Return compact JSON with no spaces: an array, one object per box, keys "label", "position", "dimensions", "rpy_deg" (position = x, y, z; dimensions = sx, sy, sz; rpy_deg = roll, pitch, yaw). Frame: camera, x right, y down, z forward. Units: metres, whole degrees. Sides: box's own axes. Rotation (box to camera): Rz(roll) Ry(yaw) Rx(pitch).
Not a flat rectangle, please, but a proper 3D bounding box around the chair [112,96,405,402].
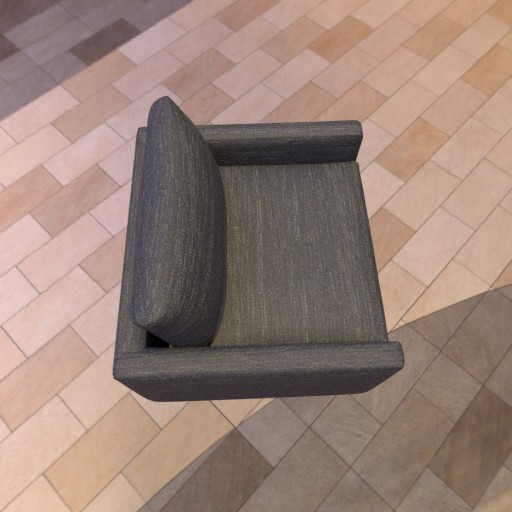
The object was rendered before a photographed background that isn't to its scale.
[{"label":"chair","position":[0.000,0.000,1.638],"dimensions":[0.866,0.861,0.963],"rpy_deg":[-2,64,-1]}]
